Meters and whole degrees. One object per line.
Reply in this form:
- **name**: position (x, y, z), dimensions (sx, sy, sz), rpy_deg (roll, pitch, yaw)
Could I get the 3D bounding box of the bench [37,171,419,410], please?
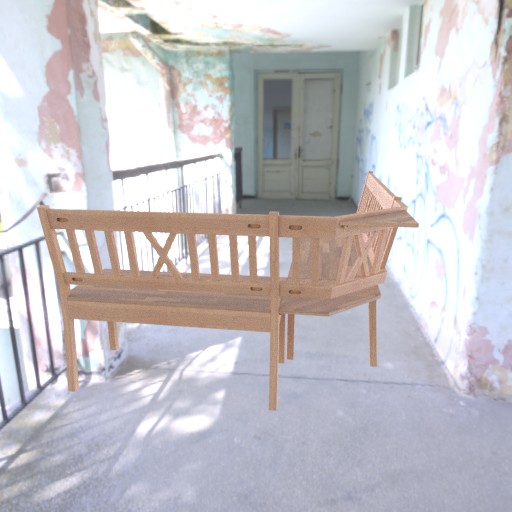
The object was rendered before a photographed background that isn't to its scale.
- **bench**: position (0.000, 0.000, 2.764), dimensions (1.537, 0.902, 1.937), rpy_deg (2, 16, 9)
